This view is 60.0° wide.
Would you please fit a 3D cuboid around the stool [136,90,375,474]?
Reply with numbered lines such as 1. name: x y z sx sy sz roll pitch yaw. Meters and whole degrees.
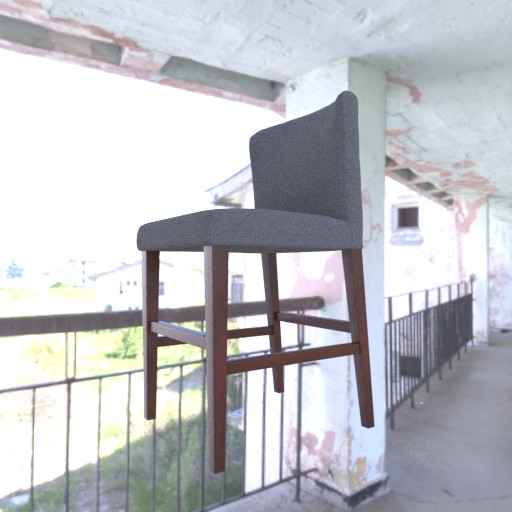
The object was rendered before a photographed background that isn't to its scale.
1. stool: 0.000 0.000 1.301 0.568 0.968 0.479 1 -1 -34
